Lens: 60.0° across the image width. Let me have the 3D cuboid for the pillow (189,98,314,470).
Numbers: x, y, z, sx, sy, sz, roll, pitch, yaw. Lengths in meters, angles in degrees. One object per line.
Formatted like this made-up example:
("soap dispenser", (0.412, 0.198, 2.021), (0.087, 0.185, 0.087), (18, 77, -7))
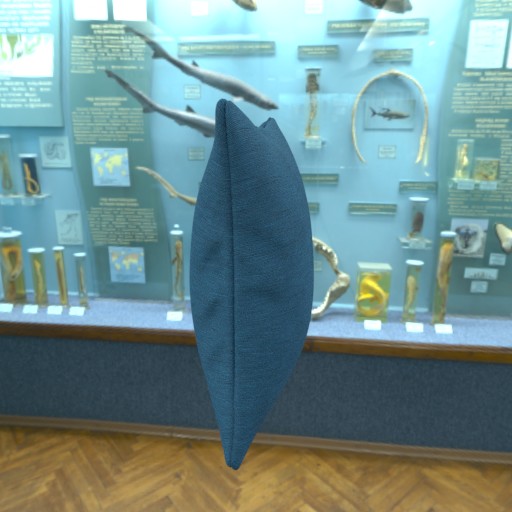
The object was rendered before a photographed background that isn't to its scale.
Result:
("pillow", (0.000, 0.000, 0.672), (0.177, 0.420, 0.437), (2, 15, 8))
